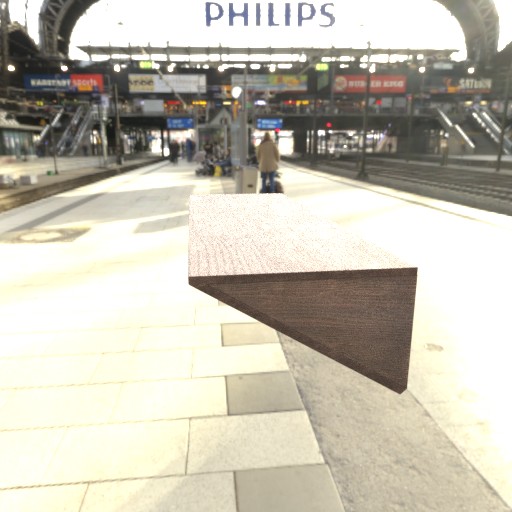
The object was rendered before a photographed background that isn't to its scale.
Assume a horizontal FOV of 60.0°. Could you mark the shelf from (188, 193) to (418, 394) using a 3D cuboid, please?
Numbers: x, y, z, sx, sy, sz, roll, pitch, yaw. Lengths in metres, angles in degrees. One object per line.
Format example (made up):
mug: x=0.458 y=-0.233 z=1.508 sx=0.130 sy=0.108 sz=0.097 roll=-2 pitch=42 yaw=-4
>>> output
shelf: x=0.000 y=0.000 z=0.683 sx=0.200 sy=0.125 sz=0.610 roll=-2 pitch=14 yaw=-8
